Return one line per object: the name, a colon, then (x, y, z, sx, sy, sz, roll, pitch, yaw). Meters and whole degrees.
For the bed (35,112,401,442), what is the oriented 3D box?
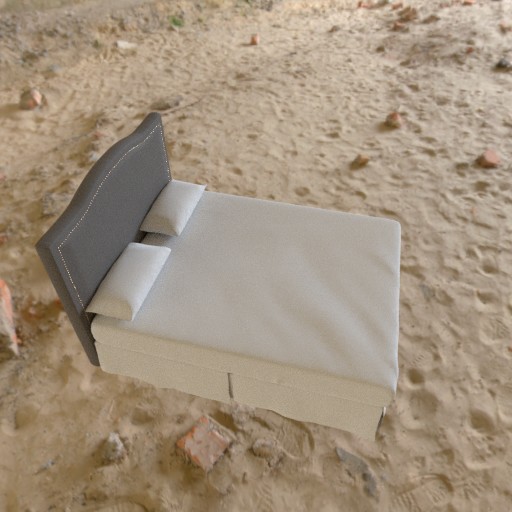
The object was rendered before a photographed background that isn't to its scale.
bed: (0.000, 0.000, 3.436, 2.282, 1.436, 1.821, 10, 46, 10)
